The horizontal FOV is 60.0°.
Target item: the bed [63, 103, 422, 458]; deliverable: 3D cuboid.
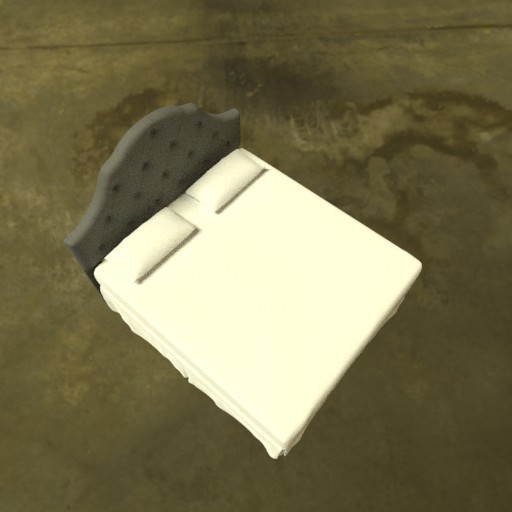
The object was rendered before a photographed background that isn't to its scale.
[{"bbox_3d":[0.000,0.000,3.613,2.214,1.615,2.008,36,66,20],"label":"bed"}]
